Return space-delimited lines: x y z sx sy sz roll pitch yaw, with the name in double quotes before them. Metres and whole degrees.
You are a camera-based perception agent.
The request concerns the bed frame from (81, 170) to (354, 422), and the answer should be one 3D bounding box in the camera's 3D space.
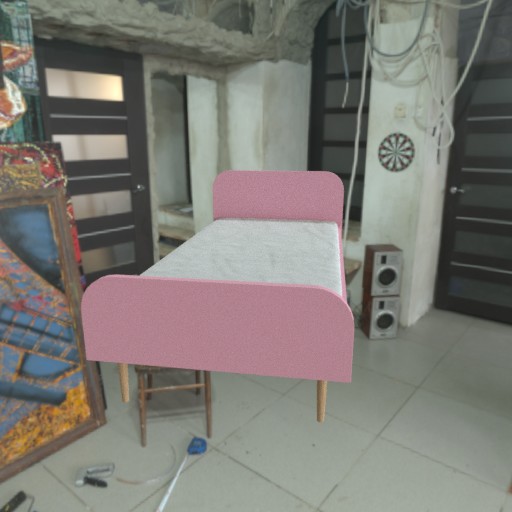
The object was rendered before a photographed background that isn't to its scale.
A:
"bed frame" 0.000 0.000 2.517 0.998 0.805 1.963 3 15 9
